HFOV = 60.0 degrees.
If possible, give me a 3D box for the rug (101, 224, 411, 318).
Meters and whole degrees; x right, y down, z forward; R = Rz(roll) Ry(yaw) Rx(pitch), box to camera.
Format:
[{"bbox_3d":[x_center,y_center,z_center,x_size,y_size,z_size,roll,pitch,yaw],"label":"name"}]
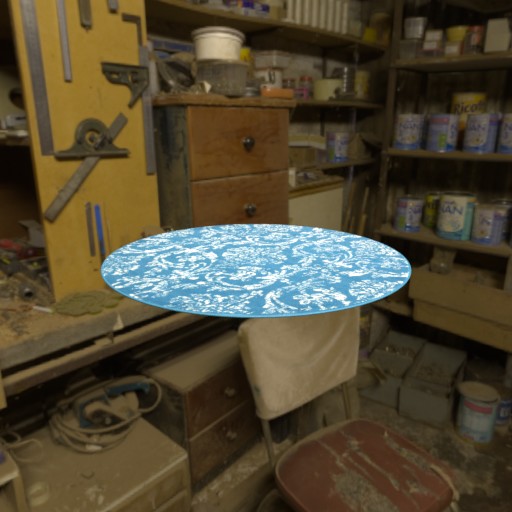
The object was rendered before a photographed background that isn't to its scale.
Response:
[{"bbox_3d":[0.000,0.000,2.399,1.593,0.012,1.593,0,16,0],"label":"rug"}]
